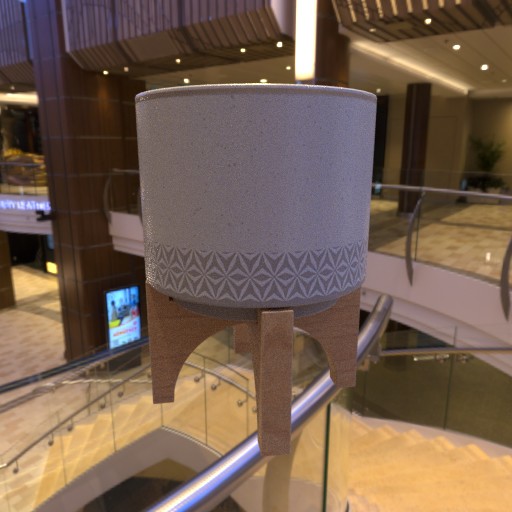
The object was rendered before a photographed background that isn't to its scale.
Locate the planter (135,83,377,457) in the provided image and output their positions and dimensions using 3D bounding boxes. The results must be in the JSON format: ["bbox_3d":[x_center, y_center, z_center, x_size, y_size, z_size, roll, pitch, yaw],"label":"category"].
[{"bbox_3d":[0.000,0.000,0.266,0.130,0.178,0.130,0,14,0],"label":"planter"}]
